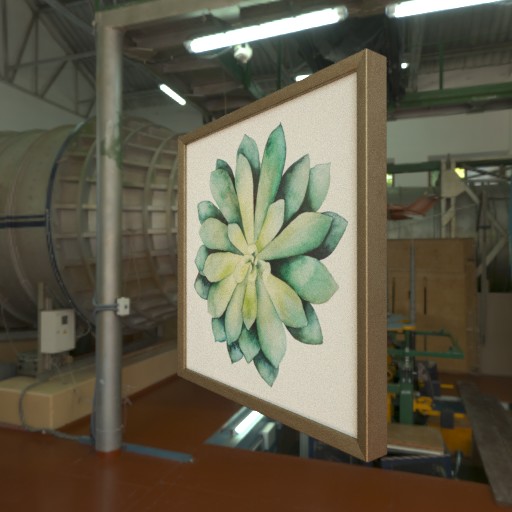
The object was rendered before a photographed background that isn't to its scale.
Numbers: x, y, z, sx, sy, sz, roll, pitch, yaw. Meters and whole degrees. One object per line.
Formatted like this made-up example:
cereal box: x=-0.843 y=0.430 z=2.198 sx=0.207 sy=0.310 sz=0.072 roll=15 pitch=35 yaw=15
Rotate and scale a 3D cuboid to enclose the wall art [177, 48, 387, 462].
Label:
wall art: x=0.000 y=0.000 z=0.753 sx=0.040 sy=0.506 sz=0.503 roll=0 pitch=0 yaw=-37
